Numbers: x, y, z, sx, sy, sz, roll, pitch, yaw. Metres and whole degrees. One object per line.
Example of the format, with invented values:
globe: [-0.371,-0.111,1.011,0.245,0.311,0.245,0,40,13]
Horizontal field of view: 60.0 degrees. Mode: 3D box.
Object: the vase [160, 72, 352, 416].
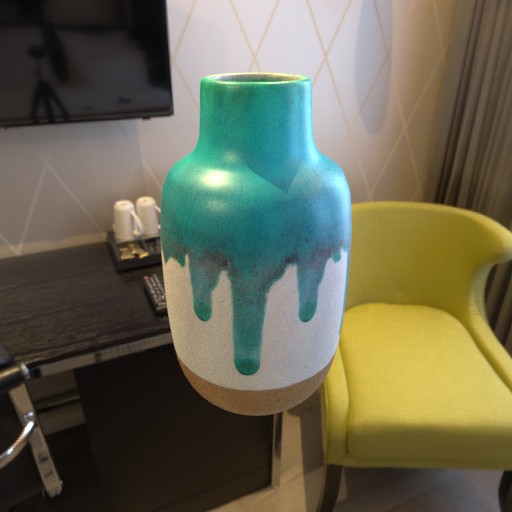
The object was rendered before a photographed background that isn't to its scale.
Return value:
vase: [0.000,0.000,0.255,0.106,0.192,0.106,0,27,0]
